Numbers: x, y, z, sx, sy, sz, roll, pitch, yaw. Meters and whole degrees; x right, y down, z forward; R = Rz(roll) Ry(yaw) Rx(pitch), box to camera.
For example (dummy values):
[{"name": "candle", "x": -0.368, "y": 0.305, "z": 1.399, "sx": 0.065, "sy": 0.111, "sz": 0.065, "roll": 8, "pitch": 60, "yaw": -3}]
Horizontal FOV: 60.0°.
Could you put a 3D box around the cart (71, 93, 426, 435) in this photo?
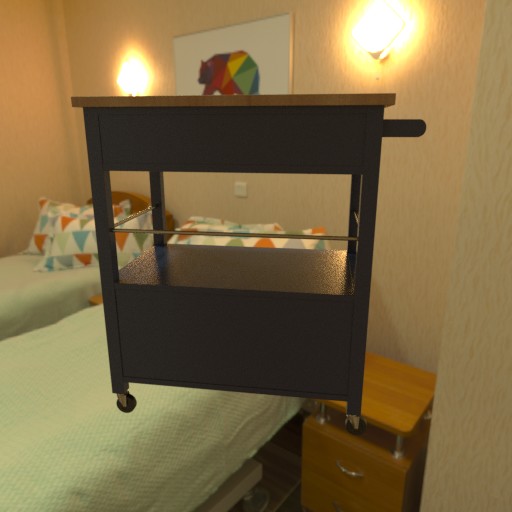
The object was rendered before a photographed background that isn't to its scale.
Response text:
[{"name": "cart", "x": 0.000, "y": 0.000, "z": 1.358, "sx": 0.840, "sy": 0.901, "sz": 0.459, "roll": 2, "pitch": 16, "yaw": 8}]
